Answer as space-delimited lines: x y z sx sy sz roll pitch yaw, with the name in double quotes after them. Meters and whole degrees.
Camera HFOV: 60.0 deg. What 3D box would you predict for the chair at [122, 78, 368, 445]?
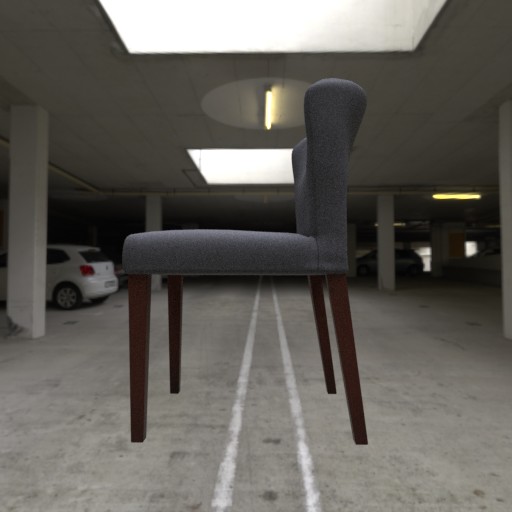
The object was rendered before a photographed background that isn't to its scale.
0.000 0.000 1.202 0.592 0.839 0.491 0 -3 1 "chair"
